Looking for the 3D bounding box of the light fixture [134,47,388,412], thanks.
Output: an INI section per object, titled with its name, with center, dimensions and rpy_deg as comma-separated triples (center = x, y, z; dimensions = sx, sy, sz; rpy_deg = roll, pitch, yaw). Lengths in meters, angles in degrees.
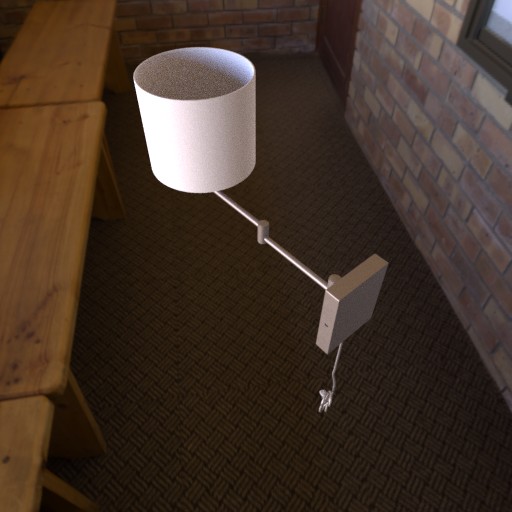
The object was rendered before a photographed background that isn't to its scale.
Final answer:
[light fixture]
center = 0.000, 0.000, 0.900
dimensions = 0.203, 0.651, 0.516
rpy_deg = -32, 54, -27
